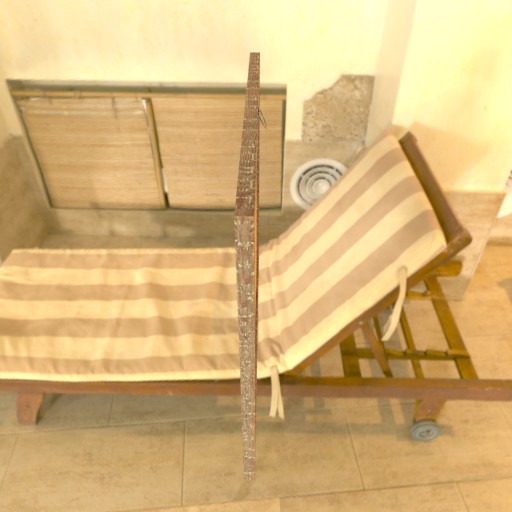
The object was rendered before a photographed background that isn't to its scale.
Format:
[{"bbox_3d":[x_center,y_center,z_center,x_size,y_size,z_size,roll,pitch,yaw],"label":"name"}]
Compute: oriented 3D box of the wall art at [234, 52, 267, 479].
[{"bbox_3d":[0.000,0.000,0.557,0.022,0.380,0.380,1,39,1],"label":"wall art"}]
